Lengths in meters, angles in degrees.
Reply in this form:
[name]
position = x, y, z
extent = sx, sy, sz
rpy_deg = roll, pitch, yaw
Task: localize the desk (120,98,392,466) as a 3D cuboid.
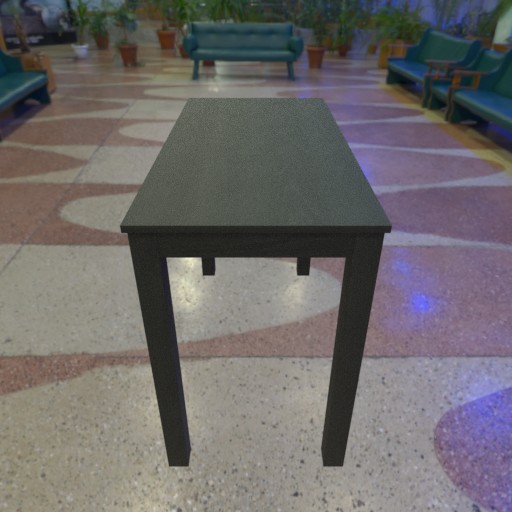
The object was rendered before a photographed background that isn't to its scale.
[desk]
position = 0.000, 0.000, 1.433
extent = 0.499, 0.762, 0.991
rpy_deg = 0, 32, 0
